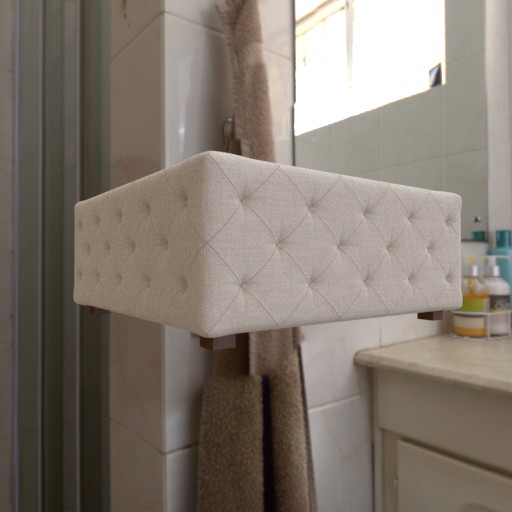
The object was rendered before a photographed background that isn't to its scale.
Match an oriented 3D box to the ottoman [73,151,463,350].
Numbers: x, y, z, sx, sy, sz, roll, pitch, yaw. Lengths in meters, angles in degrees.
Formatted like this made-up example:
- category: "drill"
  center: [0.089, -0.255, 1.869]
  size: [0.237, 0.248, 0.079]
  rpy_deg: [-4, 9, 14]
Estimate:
- category: "ottoman"
  center: [0.000, 0.000, 1.622]
  size: [1.028, 0.439, 1.028]
  rpy_deg: [1, -1, -37]
